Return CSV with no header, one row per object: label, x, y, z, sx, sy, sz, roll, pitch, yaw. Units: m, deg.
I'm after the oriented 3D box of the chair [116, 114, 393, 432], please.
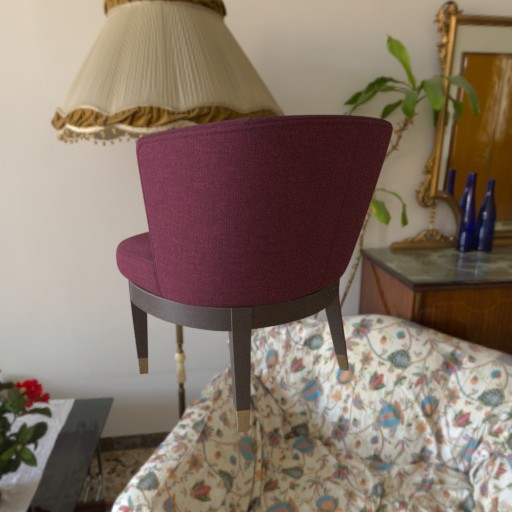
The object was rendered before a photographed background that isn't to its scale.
chair,0.000,0.000,1.293,0.700,0.760,0.660,-14,20,-42
